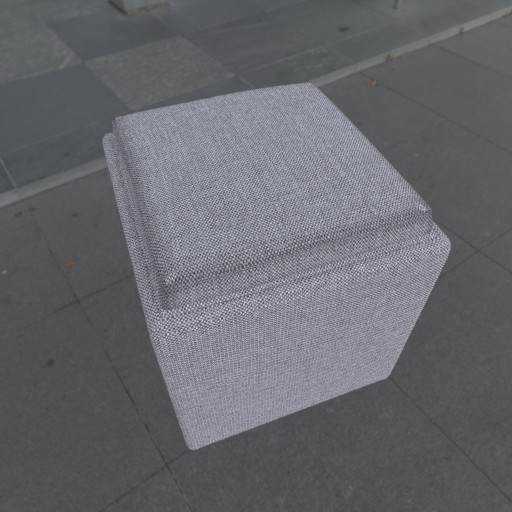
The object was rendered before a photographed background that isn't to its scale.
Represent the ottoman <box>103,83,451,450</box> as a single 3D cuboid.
[{"bbox_3d":[0.000,0.000,0.845,0.436,0.487,0.454,-16,50,-13],"label":"ottoman"}]
